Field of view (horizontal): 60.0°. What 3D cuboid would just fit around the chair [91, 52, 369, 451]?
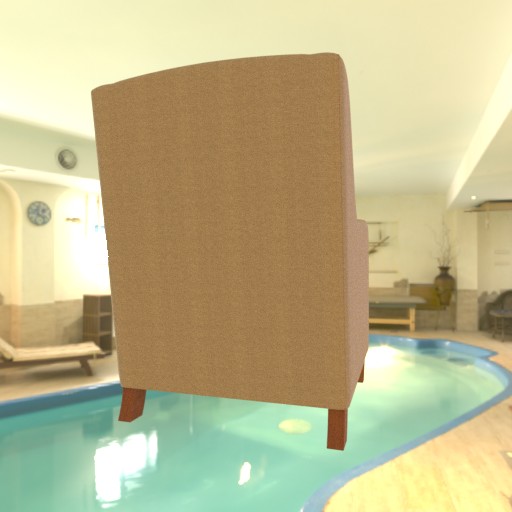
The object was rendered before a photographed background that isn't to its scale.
[{"bbox_3d":[0.000,0.000,1.557,0.715,1.017,0.890,0,-1,18],"label":"chair"}]
